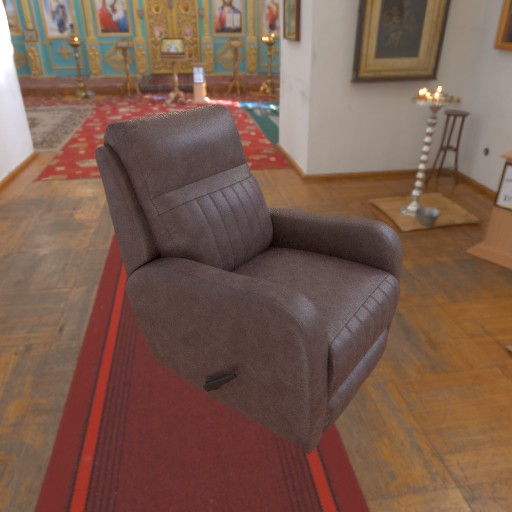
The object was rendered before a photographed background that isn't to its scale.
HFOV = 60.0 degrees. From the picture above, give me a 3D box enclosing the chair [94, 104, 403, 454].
[{"bbox_3d":[0.000,0.000,1.819,1.067,1.067,0.865,18,32,31],"label":"chair"}]
